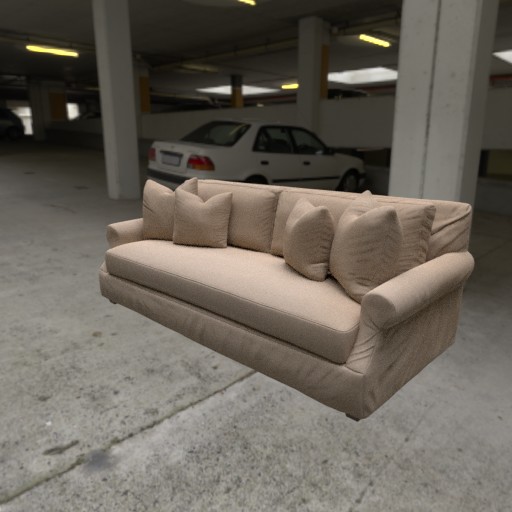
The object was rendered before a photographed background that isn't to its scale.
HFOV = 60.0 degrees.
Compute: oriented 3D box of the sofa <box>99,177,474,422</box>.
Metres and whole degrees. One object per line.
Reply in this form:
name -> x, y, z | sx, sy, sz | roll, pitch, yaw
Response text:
sofa -> 0.000, 0.000, 2.774 | 2.285, 0.904, 1.067 | 14, 20, 42
